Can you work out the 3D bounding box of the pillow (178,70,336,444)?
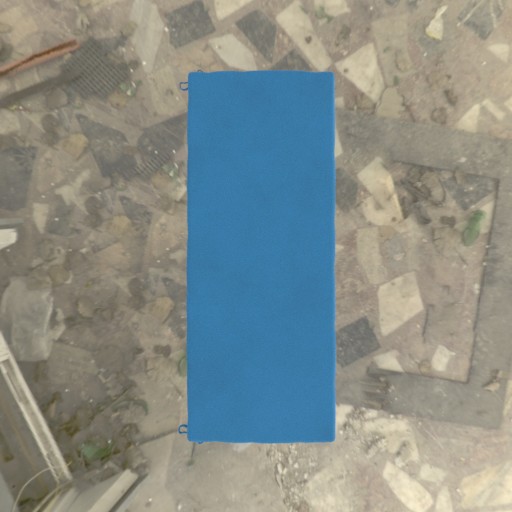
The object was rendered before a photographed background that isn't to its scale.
[{"bbox_3d":[0.000,0.000,1.387,0.492,0.081,1.187,0,89,0],"label":"pillow"}]
